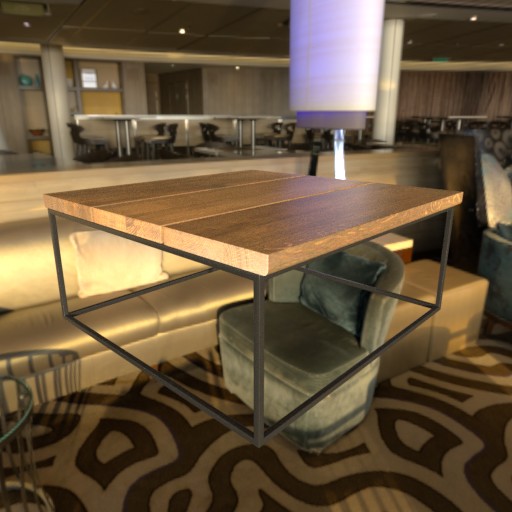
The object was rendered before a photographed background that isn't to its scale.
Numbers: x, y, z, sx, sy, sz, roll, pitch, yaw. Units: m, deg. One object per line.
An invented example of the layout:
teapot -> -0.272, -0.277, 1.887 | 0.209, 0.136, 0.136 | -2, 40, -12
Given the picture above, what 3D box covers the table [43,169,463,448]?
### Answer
table -> 0.000, 0.000, 1.400 | 0.900, 0.400, 0.900 | 16, 23, 41
